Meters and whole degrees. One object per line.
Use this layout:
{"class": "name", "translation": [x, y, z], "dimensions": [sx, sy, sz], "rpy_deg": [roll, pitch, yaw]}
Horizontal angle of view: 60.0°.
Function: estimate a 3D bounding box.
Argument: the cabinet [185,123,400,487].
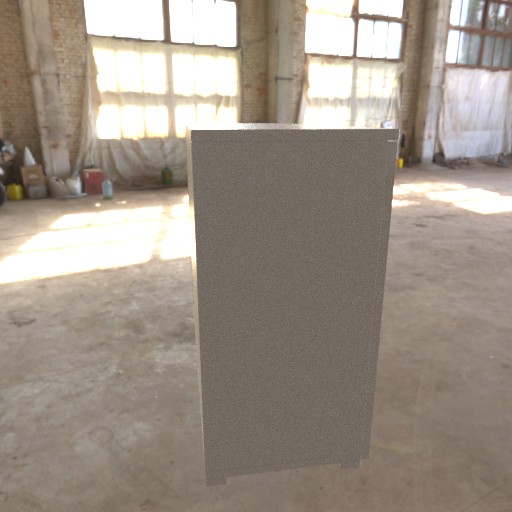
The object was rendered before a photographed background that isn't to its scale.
{"class": "cabinet", "translation": [0.000, 0.000, 1.414], "dimensions": [0.400, 0.800, 1.000], "rpy_deg": [-3, 17, -9]}
